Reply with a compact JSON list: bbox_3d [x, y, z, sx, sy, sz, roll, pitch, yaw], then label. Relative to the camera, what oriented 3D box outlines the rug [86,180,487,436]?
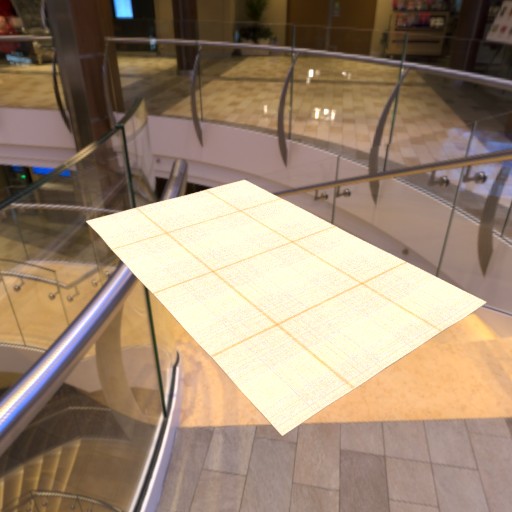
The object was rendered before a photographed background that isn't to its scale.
[{"bbox_3d":[0.000,0.000,3.024,1.527,0.016,2.442,-20,36,-31],"label":"rug"}]
